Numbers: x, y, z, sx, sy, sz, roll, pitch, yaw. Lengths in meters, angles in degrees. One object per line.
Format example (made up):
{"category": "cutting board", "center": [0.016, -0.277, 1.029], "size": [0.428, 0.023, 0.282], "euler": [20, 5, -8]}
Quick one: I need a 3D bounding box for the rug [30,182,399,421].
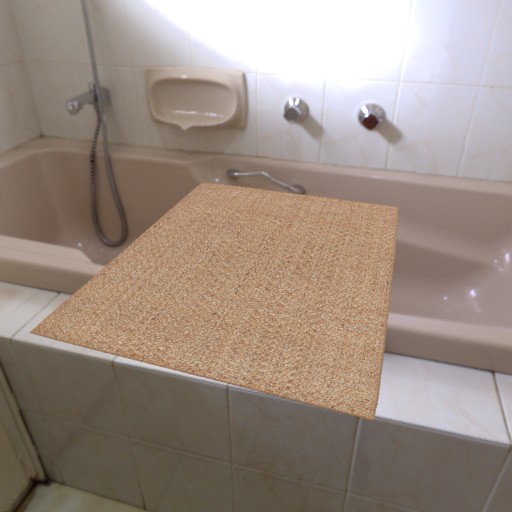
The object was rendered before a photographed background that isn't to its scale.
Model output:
{"category": "rug", "center": [0.000, 0.000, 4.078], "size": [2.439, 0.013, 3.048], "euler": [10, 32, 15]}
